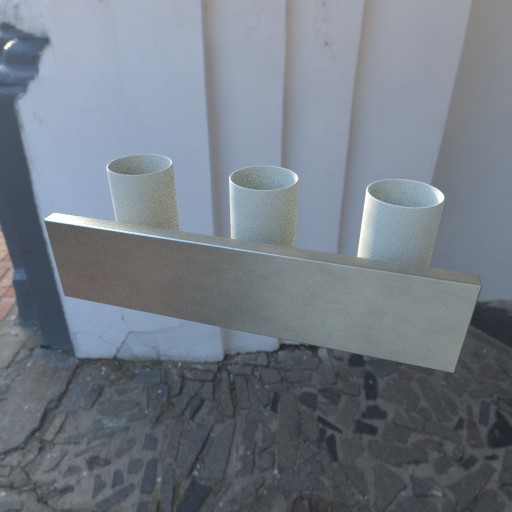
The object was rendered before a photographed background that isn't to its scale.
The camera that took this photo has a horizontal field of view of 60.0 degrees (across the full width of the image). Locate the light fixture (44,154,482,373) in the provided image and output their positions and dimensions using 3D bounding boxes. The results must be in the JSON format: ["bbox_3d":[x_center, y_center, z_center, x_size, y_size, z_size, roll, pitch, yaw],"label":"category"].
[{"bbox_3d":[0.000,0.000,0.523,0.451,0.172,0.145,9,32,14],"label":"light fixture"}]
